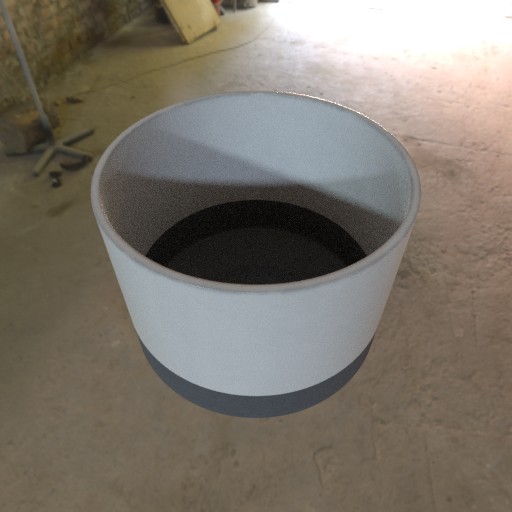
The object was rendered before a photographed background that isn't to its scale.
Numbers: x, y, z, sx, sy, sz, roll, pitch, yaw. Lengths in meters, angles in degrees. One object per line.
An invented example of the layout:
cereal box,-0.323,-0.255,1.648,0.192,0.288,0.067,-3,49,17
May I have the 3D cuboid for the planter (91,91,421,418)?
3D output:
planter,0.000,0.000,0.215,0.128,0.105,0.128,0,47,0
